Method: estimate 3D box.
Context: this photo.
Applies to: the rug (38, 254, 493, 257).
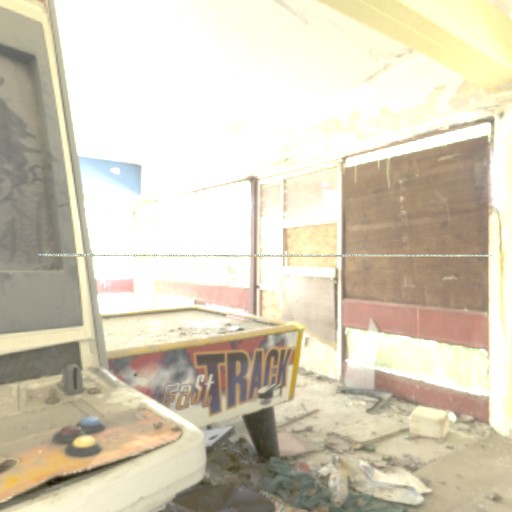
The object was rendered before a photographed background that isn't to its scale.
[{"bbox_3d":[0.000,0.000,2.167,1.752,0.006,1.142,0,0,-17],"label":"rug"}]
